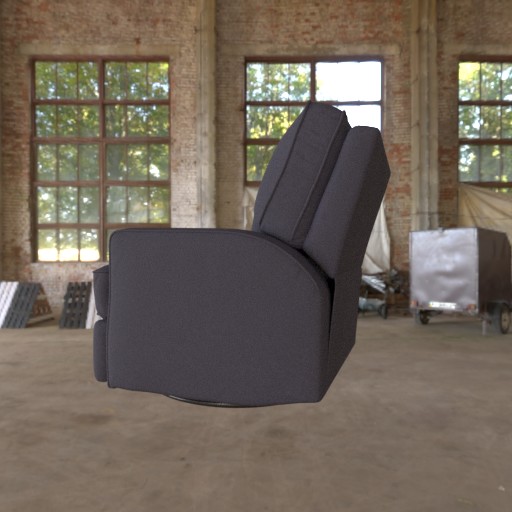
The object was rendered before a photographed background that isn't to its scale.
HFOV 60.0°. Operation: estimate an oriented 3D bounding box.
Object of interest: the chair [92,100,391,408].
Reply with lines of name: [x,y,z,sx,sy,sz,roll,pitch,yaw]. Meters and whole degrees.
chair: [0.000,0.000,1.709,0.964,0.962,0.861,0,1,19]
